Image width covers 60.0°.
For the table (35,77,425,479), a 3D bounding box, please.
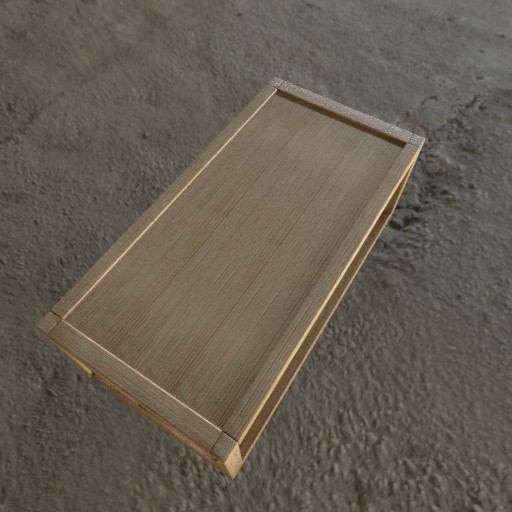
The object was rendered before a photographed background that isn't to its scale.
[{"bbox_3d":[0.000,0.000,1.648,0.660,0.457,1.321,29,63,16],"label":"table"}]
